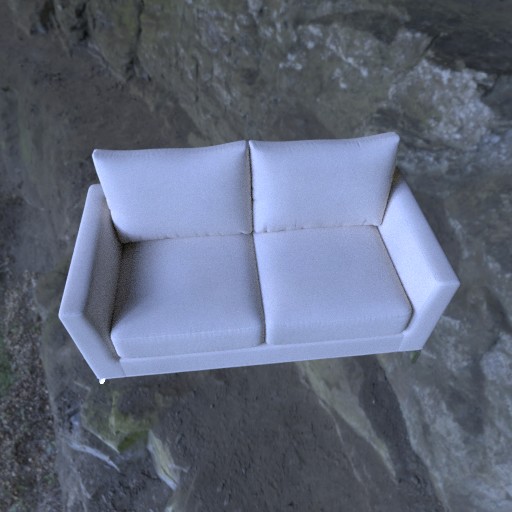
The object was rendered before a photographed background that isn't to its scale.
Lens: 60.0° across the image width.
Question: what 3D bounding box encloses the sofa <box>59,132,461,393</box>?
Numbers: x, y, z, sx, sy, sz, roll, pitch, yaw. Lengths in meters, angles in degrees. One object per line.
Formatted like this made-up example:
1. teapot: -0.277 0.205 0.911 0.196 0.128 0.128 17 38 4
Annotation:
1. sofa: 0.000 0.000 2.323 1.739 0.995 0.906 -4 47 -4
